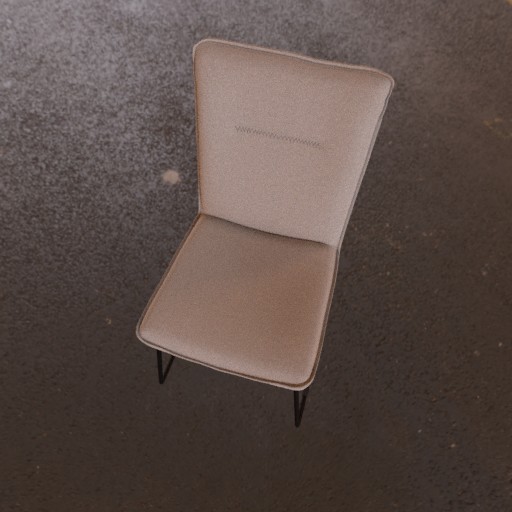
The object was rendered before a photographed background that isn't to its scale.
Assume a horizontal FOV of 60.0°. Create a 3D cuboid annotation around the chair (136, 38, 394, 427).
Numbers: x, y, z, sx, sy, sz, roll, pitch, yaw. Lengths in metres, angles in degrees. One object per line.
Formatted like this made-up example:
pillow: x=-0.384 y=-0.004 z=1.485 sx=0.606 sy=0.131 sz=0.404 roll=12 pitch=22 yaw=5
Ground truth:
chair: x=0.000 y=0.000 z=1.321 sx=0.515 sy=0.930 sz=0.688 roll=14 pitch=59 yaw=9
